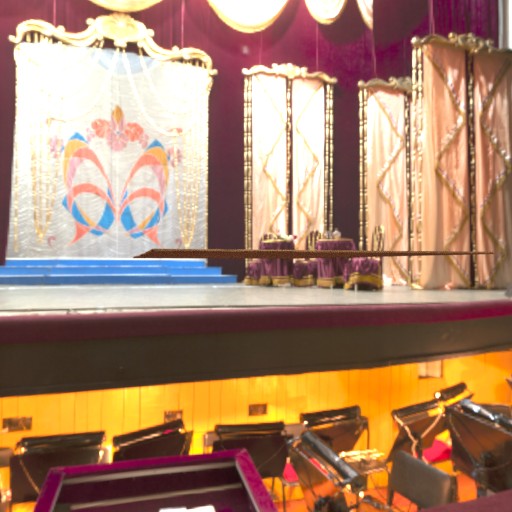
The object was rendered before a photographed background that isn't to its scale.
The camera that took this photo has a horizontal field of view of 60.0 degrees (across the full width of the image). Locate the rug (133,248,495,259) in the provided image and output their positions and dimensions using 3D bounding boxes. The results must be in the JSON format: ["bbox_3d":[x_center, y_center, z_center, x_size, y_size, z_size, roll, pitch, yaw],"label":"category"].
[{"bbox_3d":[0.000,0.000,2.957,1.533,0.011,2.439,0,-1,-17],"label":"rug"}]
